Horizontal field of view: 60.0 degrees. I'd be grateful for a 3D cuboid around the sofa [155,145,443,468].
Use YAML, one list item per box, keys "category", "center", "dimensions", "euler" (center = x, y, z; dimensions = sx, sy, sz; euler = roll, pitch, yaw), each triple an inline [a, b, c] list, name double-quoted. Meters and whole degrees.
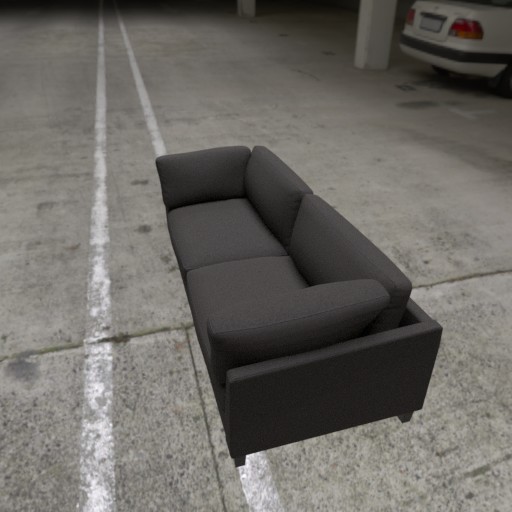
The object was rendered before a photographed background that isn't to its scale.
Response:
- category: "sofa"
  center: [0.000, 0.000, 2.749]
  dimensions: [0.969, 0.792, 2.312]
  euler: [-8, 31, -14]
